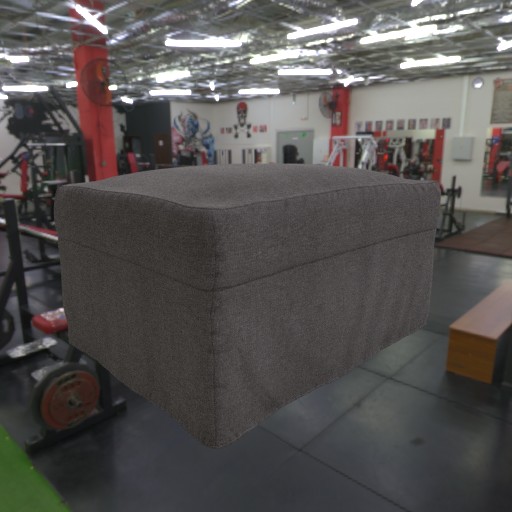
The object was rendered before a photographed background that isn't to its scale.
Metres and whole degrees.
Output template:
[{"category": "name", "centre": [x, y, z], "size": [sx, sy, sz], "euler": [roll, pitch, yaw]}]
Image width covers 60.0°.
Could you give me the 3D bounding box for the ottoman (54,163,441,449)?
[{"category": "ottoman", "centre": [0.000, 0.000, 1.210], "size": [0.833, 0.492, 0.652], "euler": [-13, 19, -43]}]
